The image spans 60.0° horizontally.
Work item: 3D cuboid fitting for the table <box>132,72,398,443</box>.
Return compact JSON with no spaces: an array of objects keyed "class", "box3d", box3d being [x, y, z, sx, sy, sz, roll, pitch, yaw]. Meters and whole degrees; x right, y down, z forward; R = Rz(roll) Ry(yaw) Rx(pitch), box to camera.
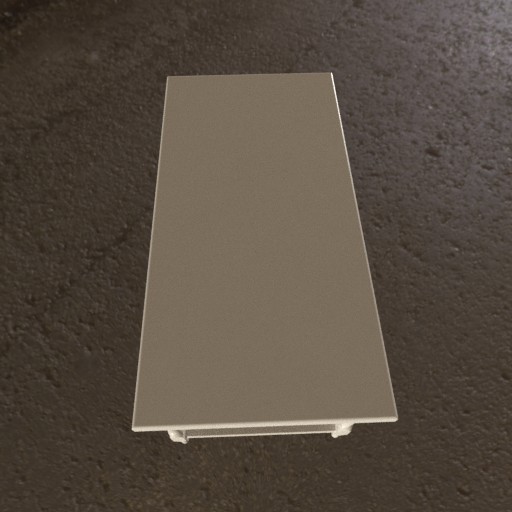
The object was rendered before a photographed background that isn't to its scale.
[{"class":"table","box3d":[0.000,0.000,1.410,0.550,0.510,1.107,-2,59,-1]}]
